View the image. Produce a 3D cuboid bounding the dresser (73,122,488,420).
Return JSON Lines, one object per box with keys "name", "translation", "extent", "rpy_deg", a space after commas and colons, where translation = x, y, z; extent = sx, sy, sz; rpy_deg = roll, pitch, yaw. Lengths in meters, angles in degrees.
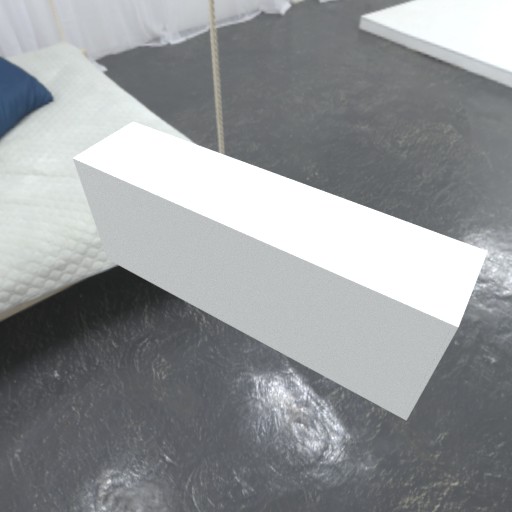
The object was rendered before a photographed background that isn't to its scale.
{"name": "dresser", "translation": [0.000, 0.000, 2.597], "extent": [2.200, 0.840, 0.500], "rpy_deg": [25, 50, 22]}
